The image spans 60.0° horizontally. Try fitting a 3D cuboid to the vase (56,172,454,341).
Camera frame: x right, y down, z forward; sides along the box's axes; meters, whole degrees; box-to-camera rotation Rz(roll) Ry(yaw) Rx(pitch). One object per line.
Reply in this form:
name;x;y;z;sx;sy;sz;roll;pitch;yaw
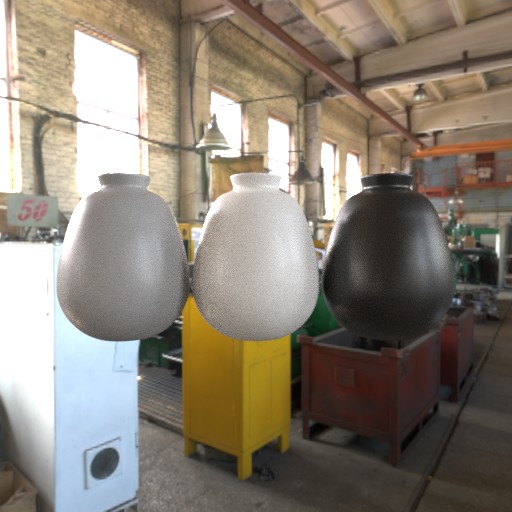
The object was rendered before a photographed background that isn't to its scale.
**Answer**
vase;0.000;0.000;0.341;0.297;0.122;0.097;0;2;-1
